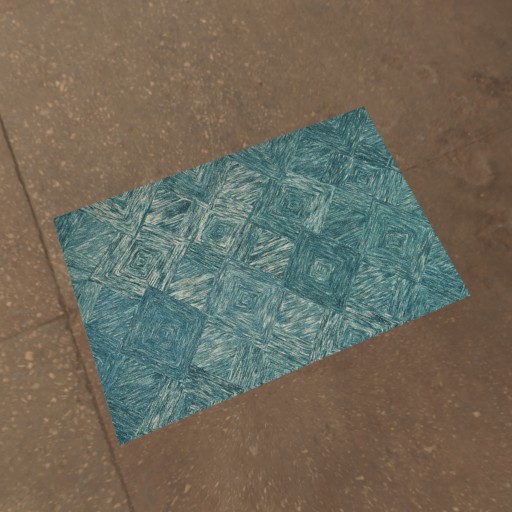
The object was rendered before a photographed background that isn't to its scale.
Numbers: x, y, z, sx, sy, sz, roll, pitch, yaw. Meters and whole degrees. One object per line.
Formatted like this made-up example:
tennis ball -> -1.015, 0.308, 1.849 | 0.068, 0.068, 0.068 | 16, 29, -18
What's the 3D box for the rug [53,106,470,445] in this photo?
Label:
rug -> 0.000, 0.000, 2.837 | 2.277, 0.015, 1.490 | -21, 74, -7
